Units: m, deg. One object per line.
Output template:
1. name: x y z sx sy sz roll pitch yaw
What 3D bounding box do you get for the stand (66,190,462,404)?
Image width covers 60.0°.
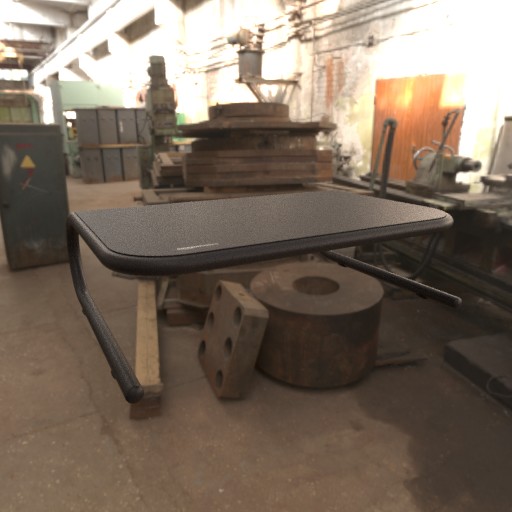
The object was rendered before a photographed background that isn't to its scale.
1. stand: 0.000 0.000 0.507 0.370 0.108 0.280 -9 18 -28
